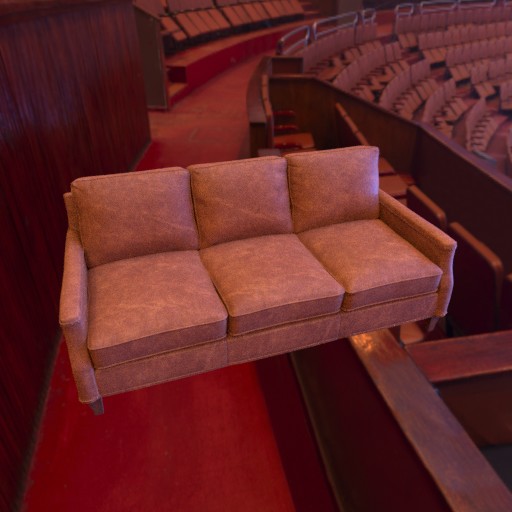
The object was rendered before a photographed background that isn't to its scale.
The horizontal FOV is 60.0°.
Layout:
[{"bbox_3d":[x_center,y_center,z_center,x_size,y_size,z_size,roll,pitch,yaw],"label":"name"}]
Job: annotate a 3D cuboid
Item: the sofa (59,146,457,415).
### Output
[{"bbox_3d":[0.000,0.000,2.783,2.246,1.003,1.084,-10,33,-16],"label":"sofa"}]
